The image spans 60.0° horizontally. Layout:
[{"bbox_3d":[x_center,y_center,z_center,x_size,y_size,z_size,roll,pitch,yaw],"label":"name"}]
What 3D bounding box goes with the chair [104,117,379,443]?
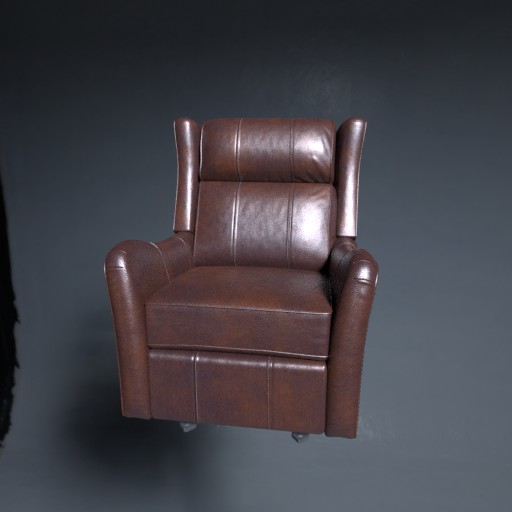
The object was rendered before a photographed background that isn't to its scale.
[{"bbox_3d":[0.000,0.000,1.798,0.869,1.084,1.008,2,17,8],"label":"chair"}]
